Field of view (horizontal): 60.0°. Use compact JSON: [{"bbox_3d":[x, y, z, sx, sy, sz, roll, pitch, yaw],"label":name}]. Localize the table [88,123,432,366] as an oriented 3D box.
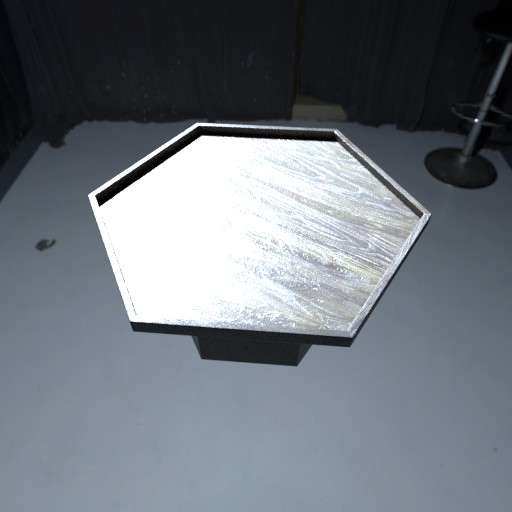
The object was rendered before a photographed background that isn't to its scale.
[{"bbox_3d":[0.000,0.000,1.610,1.115,0.488,0.966,4,47,3],"label":"table"}]
